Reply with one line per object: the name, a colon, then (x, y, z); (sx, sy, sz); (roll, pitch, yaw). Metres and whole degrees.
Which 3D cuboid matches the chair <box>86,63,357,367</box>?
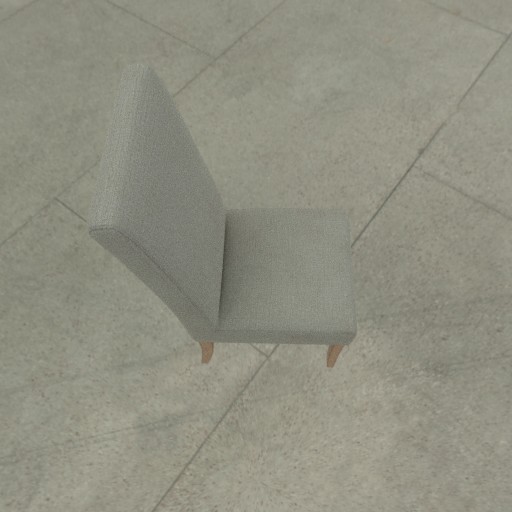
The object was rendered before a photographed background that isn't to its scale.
chair: (0.000, 0.000, 1.334); (0.611, 1.033, 0.450); (2, 63, 1)
